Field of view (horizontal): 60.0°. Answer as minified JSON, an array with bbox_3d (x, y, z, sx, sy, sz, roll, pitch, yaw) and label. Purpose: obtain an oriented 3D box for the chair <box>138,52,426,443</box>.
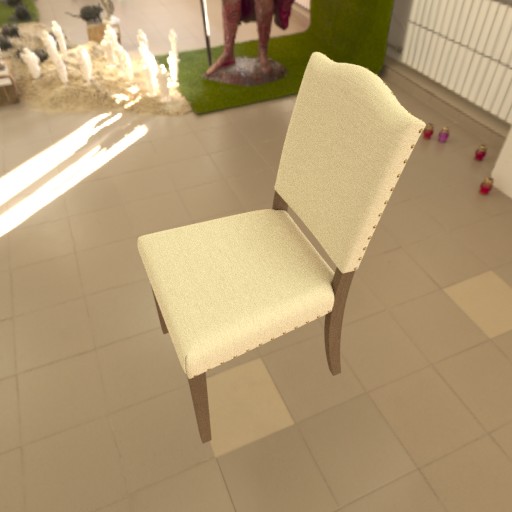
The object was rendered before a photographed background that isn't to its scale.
[{"bbox_3d":[0.000,0.000,1.322,0.619,1.015,0.508,-17,47,-17],"label":"chair"}]
